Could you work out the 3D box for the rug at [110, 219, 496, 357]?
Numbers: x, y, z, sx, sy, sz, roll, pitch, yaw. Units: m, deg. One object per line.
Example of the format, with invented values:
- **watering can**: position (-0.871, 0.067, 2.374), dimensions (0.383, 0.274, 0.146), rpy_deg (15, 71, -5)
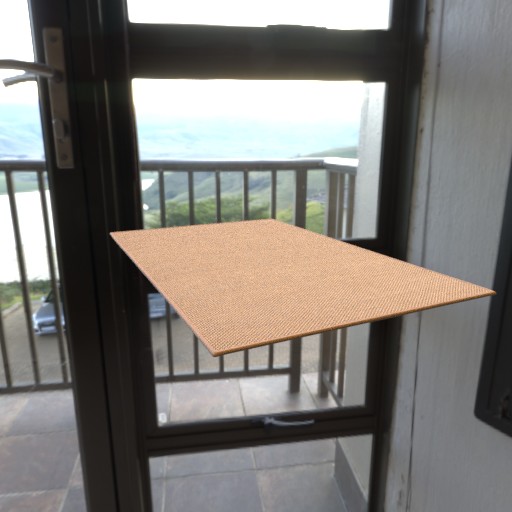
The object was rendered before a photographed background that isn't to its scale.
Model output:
- **rug**: position (0.000, 0.000, 2.056), dimensions (1.067, 0.013, 1.676), rpy_deg (-7, 16, -25)
